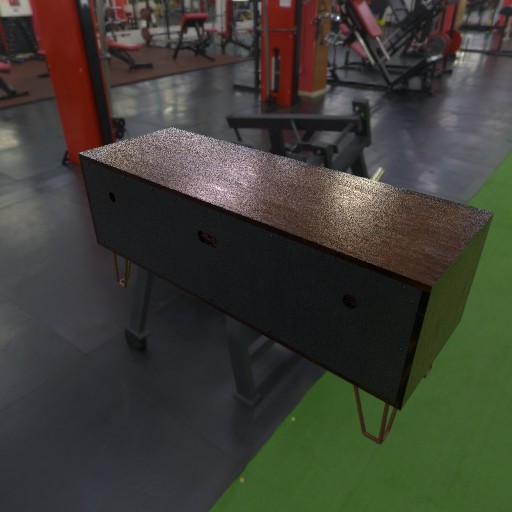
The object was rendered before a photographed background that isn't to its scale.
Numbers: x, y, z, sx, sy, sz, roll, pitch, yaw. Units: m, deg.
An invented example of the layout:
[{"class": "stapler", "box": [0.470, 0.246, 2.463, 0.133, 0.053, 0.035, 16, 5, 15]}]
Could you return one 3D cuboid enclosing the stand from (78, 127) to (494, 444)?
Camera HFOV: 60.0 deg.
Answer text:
[{"class": "stand", "box": [0.000, 0.000, 1.636, 1.372, 0.610, 0.481, 23, 39, 33]}]
